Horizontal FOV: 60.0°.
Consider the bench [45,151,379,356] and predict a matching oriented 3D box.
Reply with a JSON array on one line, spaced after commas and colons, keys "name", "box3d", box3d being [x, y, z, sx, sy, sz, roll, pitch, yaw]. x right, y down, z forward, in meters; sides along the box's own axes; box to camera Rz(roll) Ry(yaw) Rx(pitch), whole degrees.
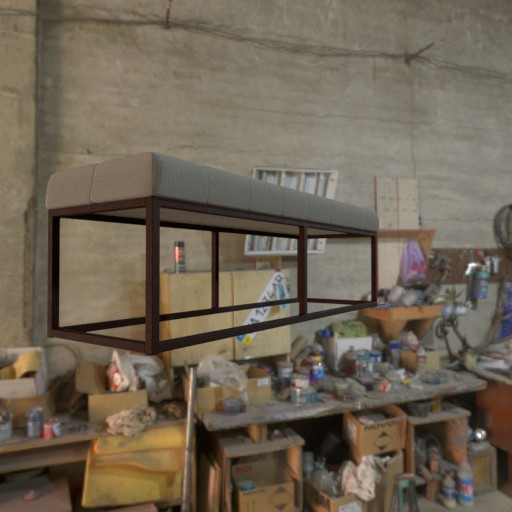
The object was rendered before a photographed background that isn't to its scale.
[{"name": "bench", "box3d": [0.000, 0.000, 1.753, 0.479, 0.488, 1.488, -1, -1, 35]}]
